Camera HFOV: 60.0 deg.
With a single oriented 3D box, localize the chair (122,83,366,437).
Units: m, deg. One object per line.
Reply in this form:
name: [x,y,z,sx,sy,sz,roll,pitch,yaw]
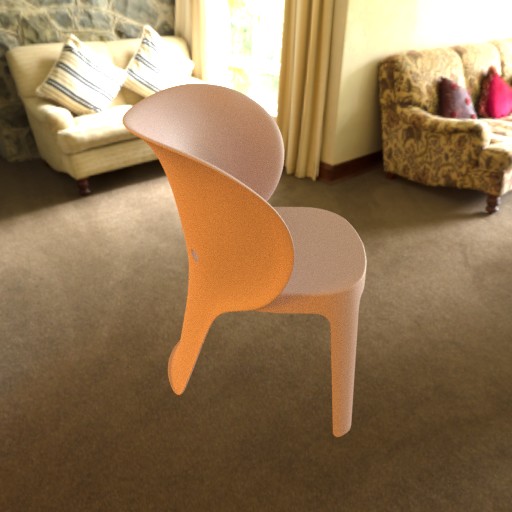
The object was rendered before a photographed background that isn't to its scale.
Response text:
chair: [0.000,0.000,0.839,0.402,0.554,0.451,1,32,1]
